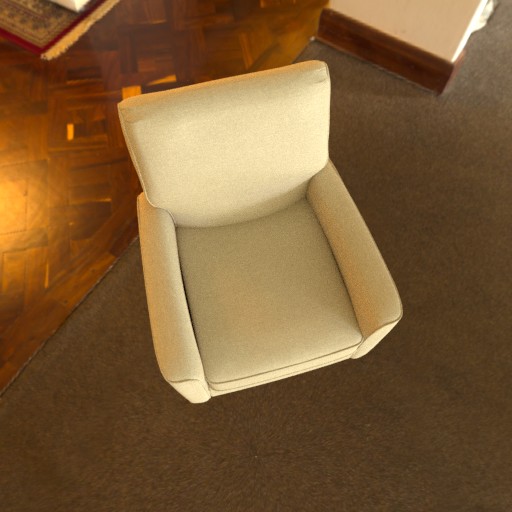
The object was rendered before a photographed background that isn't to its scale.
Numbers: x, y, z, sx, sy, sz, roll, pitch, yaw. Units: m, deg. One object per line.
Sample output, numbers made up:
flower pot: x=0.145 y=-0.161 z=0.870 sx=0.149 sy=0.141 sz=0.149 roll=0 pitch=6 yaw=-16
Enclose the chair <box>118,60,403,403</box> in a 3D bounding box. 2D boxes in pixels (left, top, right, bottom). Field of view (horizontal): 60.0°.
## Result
chair: x=0.000 y=0.000 z=1.672 sx=0.841 sy=1.023 sz=0.858 roll=-14 pitch=66 yaw=-6
